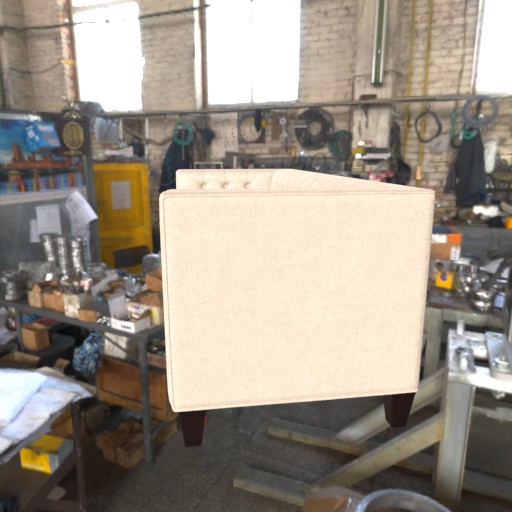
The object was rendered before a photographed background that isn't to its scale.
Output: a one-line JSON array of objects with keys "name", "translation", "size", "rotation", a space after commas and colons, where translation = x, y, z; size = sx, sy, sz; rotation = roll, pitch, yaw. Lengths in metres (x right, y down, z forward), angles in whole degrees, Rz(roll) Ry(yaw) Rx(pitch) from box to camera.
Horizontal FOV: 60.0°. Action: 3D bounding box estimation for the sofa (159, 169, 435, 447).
[{"name": "sofa", "translation": [0.000, 0.000, 2.126], "size": [0.775, 0.762, 1.778], "rotation": [-2, 13, -8]}]
